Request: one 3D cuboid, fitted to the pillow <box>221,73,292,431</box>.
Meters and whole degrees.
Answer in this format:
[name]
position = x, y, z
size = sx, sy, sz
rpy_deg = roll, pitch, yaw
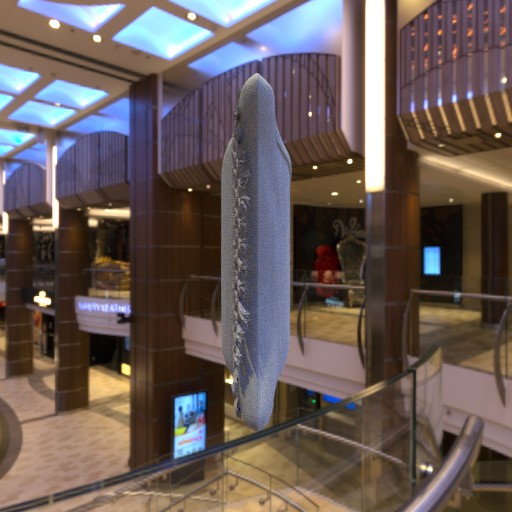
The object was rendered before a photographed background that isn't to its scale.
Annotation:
[pillow]
position = 0.000, 0.000, 0.591
size = 0.084, 0.305, 0.466
rpy_deg = 0, 0, 0
